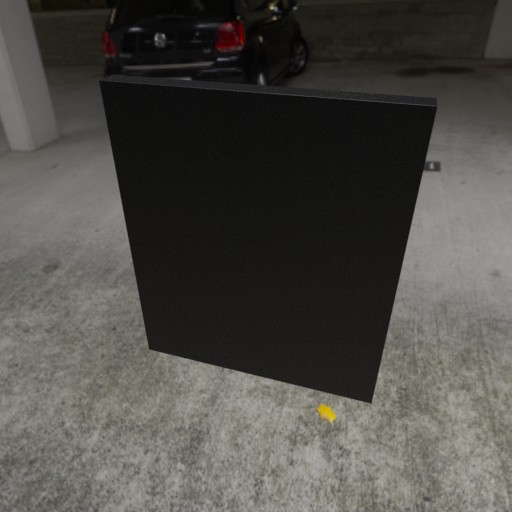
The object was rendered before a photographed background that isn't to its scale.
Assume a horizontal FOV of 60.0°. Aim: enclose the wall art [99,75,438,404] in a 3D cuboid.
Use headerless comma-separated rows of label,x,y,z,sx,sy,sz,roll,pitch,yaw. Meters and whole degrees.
wall art,0.000,0.000,0.525,0.325,0.380,0.028,10,35,14
